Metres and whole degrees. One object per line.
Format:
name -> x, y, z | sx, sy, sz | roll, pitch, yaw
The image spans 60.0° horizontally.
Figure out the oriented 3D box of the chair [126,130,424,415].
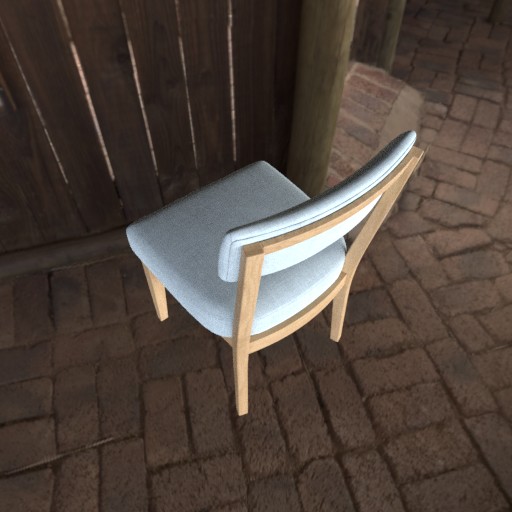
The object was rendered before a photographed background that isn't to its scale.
chair -> 0.000, 0.000, 1.228 | 0.508, 0.832, 0.572 | -31, 56, -25
